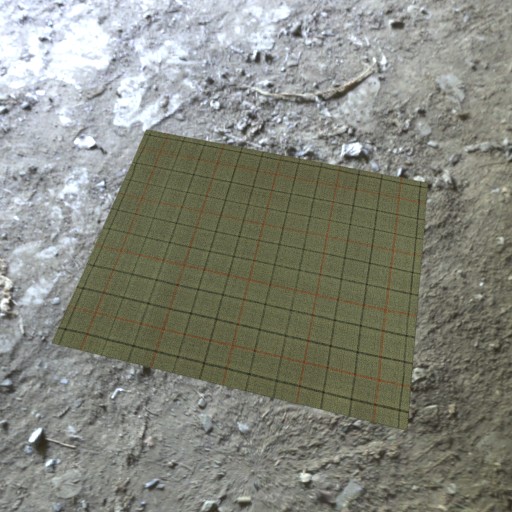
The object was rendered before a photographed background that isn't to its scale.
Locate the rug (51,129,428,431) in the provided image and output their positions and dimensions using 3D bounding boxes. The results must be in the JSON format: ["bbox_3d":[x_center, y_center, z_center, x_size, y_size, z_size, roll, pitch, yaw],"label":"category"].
[{"bbox_3d":[0.000,0.000,4.181,3.048,0.012,2.444,12,65,6],"label":"rug"}]
